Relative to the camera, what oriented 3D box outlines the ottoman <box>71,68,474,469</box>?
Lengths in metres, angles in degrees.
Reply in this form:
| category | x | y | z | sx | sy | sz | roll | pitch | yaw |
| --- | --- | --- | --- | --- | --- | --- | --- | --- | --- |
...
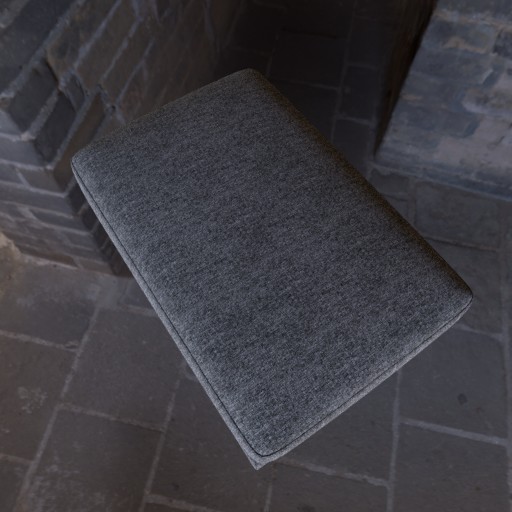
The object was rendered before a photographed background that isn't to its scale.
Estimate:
| category | x | y | z | sx | sy | sz | roll | pitch | yaw |
| --- | --- | --- | --- | --- | --- | --- | --- | --- | --- |
| ottoman | 0.000 | 0.000 | 1.167 | 0.584 | 0.483 | 0.864 | -32 | 68 | -15 |
